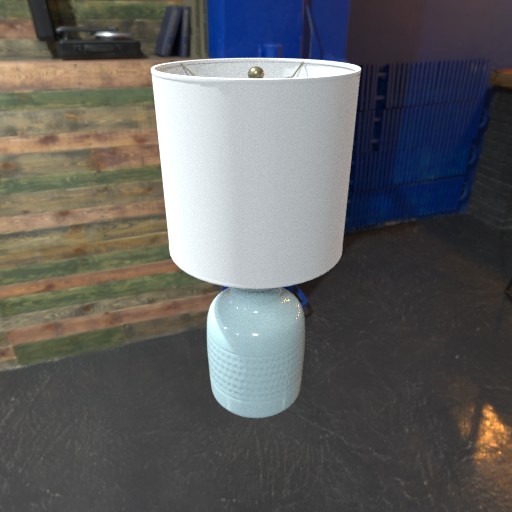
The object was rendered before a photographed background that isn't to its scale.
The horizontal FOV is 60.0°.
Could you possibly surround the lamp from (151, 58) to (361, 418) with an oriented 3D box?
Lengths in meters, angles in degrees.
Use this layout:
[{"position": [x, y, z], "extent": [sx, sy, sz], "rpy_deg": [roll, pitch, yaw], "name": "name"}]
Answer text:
[{"position": [0.000, 0.000, 1.104], "extent": [0.418, 0.871, 0.418], "rpy_deg": [-9, 30, -16], "name": "lamp"}]
